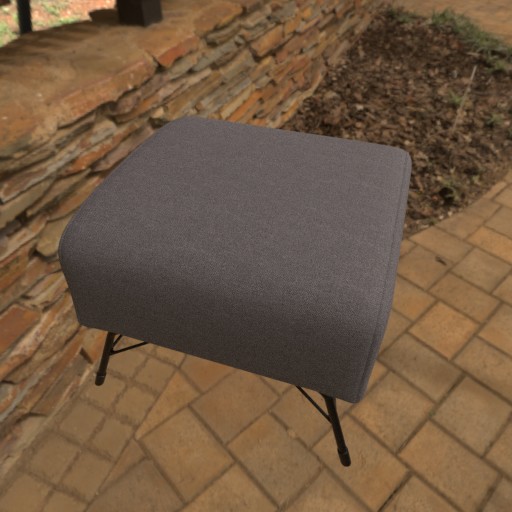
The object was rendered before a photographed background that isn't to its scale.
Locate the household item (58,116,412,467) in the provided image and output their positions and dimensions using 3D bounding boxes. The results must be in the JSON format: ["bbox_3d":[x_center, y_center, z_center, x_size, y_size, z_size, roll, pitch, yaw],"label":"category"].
[{"bbox_3d":[0.000,0.000,0.897,0.530,0.410,0.530,13,44,14],"label":"household item"}]
